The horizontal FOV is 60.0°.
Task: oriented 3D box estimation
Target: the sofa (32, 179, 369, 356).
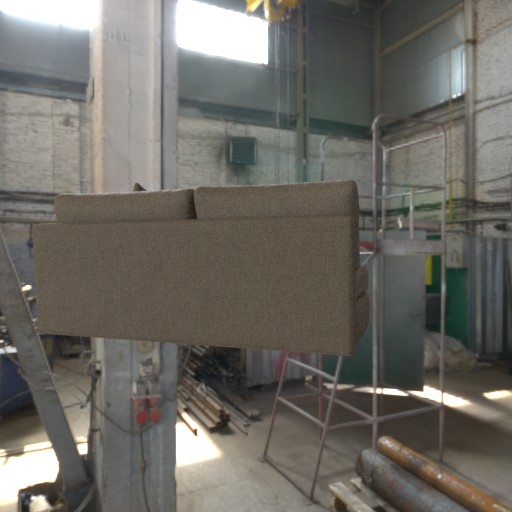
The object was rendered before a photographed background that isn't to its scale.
[{"bbox_3d":[0.000,0.000,3.821,1.994,0.978,2.896,0,0,19],"label":"sofa"}]
